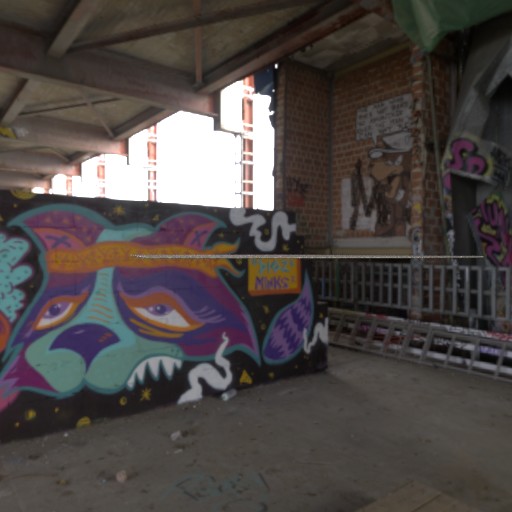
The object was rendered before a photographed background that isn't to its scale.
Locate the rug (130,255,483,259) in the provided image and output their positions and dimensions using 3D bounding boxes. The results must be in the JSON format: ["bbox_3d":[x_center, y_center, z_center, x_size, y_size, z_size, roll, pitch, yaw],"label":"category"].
[{"bbox_3d":[0.000,0.000,3.773,2.005,0.013,2.890,0,0,-17],"label":"rug"}]
